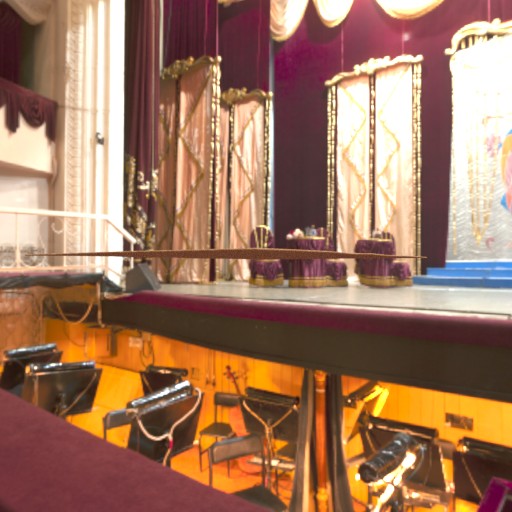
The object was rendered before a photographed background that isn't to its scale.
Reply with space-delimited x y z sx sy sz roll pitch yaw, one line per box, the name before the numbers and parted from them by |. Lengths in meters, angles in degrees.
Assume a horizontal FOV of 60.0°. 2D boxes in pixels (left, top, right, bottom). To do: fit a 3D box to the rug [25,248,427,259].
rug | 0.000 0.000 2.767 1.524 0.013 2.135 -1 -1 36
